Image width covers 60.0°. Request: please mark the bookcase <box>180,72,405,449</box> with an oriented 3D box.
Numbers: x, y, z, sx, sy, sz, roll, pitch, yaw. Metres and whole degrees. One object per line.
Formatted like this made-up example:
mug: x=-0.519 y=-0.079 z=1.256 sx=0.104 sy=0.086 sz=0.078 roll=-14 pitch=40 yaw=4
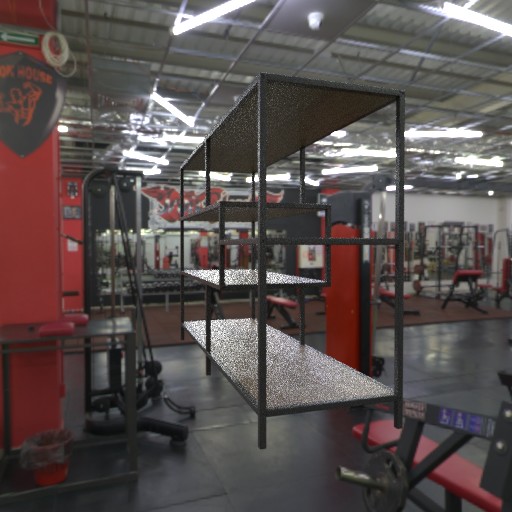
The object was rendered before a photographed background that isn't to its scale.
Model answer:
bookcase: x=0.000 y=0.000 z=1.509 sx=0.350 sy=0.780 sz=1.140 roll=0 pitch=1 yaw=-18
